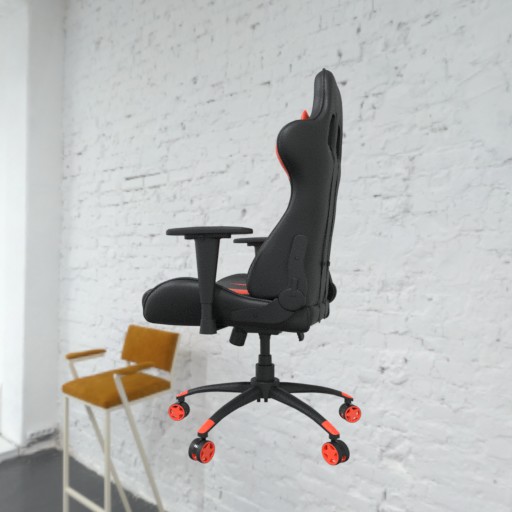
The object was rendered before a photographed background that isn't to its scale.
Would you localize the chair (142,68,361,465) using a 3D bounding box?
[{"bbox_3d":[0.000,0.000,1.656,0.730,1.282,0.695,0,-1,19],"label":"chair"}]
